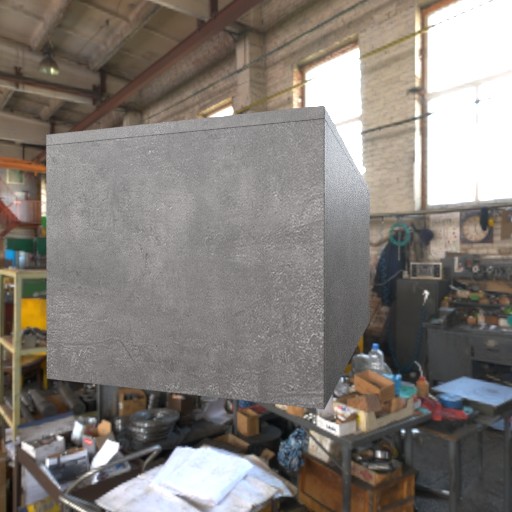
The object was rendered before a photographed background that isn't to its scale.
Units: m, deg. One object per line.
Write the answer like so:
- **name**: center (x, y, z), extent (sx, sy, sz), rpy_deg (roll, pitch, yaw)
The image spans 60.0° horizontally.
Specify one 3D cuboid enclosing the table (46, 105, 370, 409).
- **table**: center (0.000, 0.000, 0.904), extent (0.400, 0.350, 0.700), rpy_deg (0, 0, 18)
